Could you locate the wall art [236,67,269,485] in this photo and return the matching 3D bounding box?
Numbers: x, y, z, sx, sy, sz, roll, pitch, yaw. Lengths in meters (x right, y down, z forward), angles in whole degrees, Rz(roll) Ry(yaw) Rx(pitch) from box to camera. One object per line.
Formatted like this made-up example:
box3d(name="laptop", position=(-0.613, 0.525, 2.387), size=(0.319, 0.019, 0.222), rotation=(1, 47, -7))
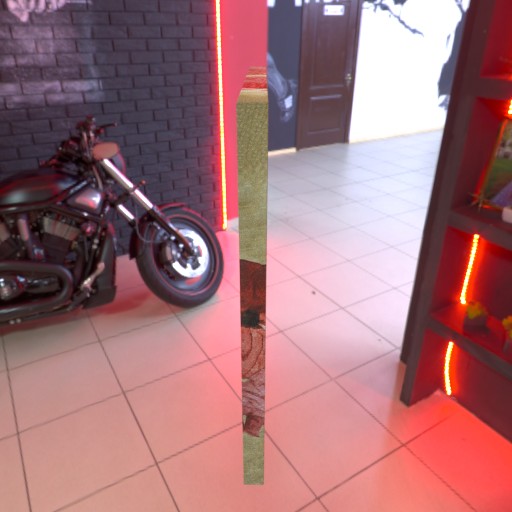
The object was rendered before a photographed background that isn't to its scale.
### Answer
box3d(name="wall art", position=(0.000, 0.000, 0.681), size=(0.028, 0.508, 0.406), rotation=(0, 27, 1))
